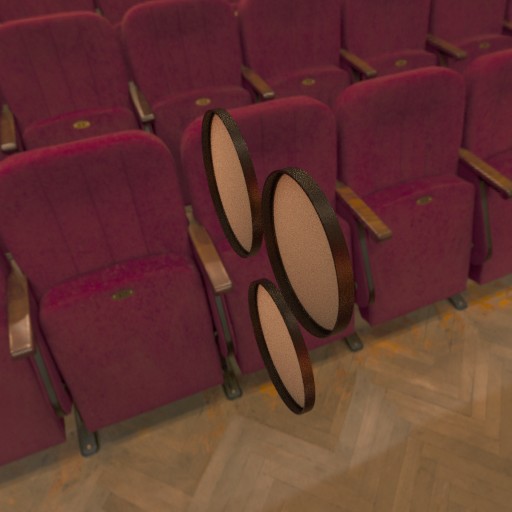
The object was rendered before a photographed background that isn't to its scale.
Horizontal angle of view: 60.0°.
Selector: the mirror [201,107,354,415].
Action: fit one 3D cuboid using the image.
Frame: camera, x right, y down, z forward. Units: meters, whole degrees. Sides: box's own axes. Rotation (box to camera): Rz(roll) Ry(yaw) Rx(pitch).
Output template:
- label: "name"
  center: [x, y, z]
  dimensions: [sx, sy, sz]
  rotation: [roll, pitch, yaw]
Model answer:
- label: "mirror"
  center: [0.000, 0.000, 3.181]
  dimensions: [0.076, 2.096, 2.160]
  rotation: [-16, 47, -16]
